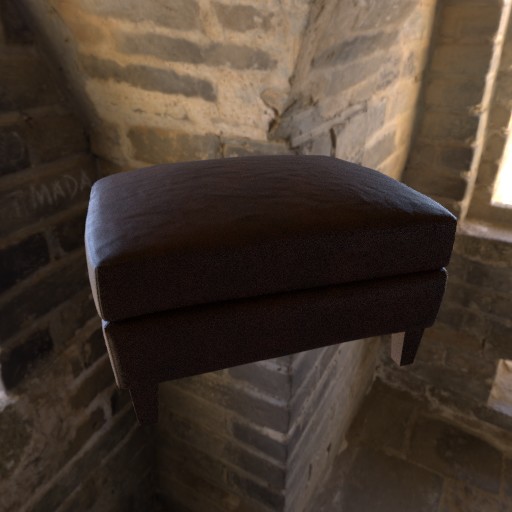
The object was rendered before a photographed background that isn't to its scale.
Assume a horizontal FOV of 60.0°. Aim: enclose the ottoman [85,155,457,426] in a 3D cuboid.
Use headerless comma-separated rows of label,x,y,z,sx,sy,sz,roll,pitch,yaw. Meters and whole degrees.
ottoman,0.000,0.000,1.292,0.887,0.527,0.659,-8,27,-16
